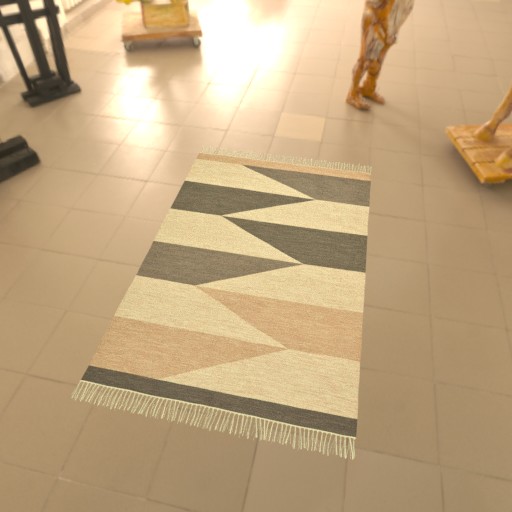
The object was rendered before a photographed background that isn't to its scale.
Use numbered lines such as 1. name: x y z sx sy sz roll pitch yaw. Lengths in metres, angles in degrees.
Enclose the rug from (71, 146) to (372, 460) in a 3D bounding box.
1. rug: 0.000 0.000 2.504 1.224 0.027 2.021 9 48 8
